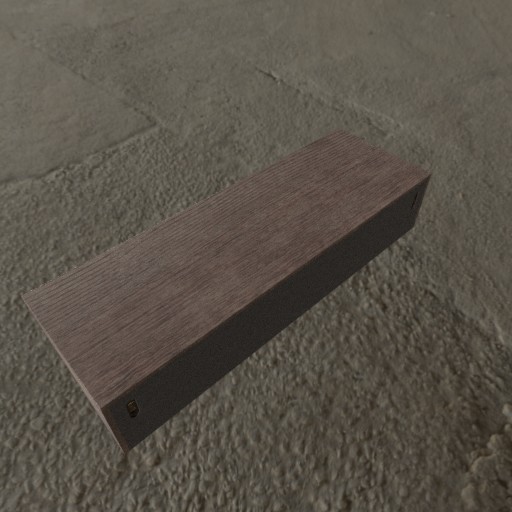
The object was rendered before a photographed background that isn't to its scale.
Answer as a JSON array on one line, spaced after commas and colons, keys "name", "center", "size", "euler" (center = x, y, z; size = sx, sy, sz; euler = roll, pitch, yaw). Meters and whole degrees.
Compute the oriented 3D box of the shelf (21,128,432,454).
[{"name": "shelf", "center": [0.000, 0.000, 0.689], "size": [0.610, 0.125, 0.200], "euler": [-33, 54, -28]}]
